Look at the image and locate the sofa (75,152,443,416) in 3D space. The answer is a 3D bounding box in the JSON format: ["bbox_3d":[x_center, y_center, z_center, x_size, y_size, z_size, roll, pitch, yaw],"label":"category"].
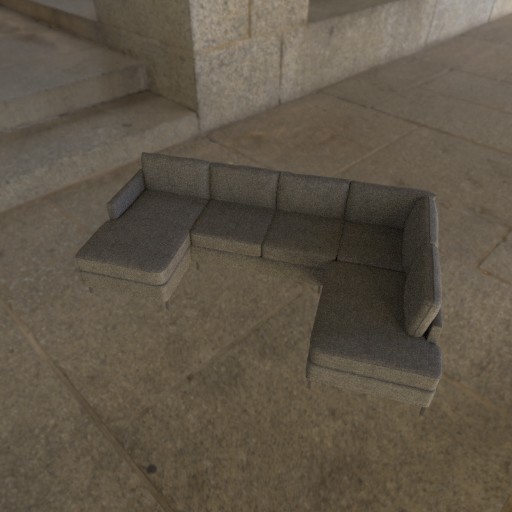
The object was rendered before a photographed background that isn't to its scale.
[{"bbox_3d":[0.000,0.000,4.367,3.423,0.999,2.048,10,41,12],"label":"sofa"}]
